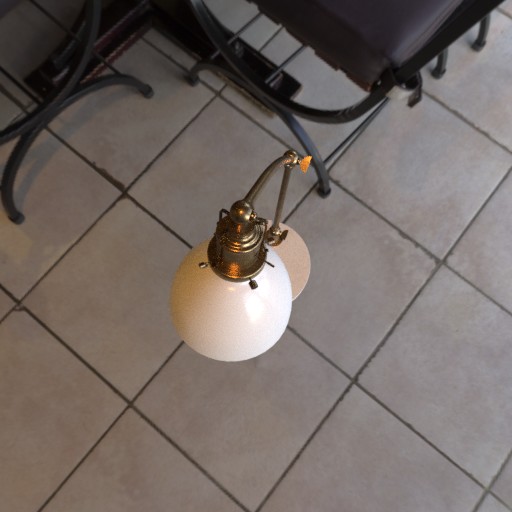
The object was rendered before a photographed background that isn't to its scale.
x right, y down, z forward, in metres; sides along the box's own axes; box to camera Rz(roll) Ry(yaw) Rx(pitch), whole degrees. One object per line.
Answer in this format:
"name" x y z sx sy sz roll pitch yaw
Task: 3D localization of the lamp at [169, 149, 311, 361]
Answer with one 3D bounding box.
"lamp" 0.000 0.000 0.653 0.186 0.522 0.317 20 77 5
